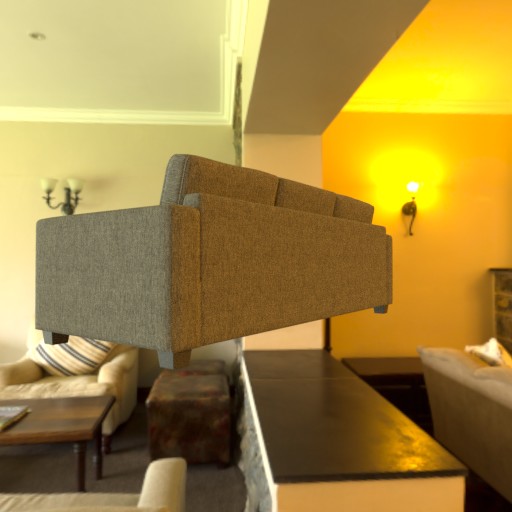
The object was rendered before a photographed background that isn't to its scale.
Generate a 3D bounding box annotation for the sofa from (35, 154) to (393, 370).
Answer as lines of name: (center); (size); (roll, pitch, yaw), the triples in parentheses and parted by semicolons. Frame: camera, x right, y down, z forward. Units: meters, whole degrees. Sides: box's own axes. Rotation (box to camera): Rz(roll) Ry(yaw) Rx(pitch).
sofa: (0.000, 0.000, 2.584); (0.900, 0.800, 2.160); (-1, -1, 36)
